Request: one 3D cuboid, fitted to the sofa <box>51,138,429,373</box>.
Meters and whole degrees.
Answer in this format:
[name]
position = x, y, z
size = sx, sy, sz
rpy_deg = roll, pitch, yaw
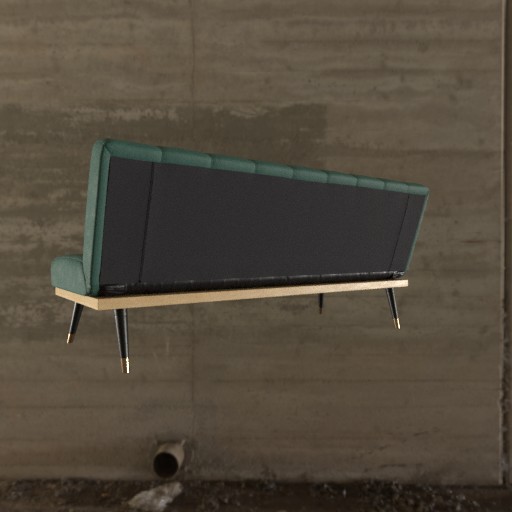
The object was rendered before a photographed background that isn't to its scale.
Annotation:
[sofa]
position = 0.000, 0.000, 2.277
size = 1.810, 0.820, 0.830
rpy_deg = -1, 1, -36
